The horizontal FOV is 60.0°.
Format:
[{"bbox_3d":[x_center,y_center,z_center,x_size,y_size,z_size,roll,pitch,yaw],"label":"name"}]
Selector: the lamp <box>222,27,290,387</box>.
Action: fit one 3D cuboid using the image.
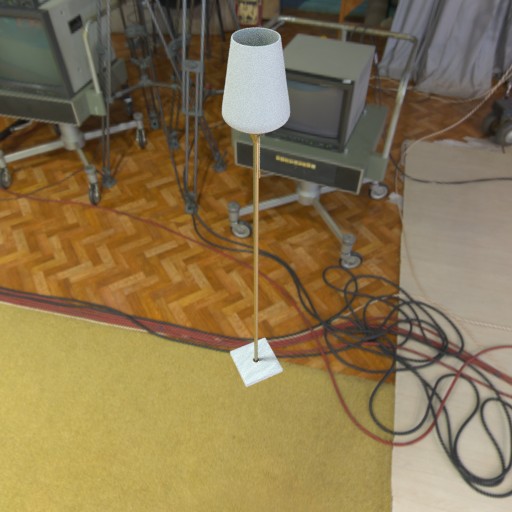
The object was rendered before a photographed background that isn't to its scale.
[{"bbox_3d":[0.000,0.000,1.917,0.229,1.813,0.232,-19,50,-17],"label":"lamp"}]
